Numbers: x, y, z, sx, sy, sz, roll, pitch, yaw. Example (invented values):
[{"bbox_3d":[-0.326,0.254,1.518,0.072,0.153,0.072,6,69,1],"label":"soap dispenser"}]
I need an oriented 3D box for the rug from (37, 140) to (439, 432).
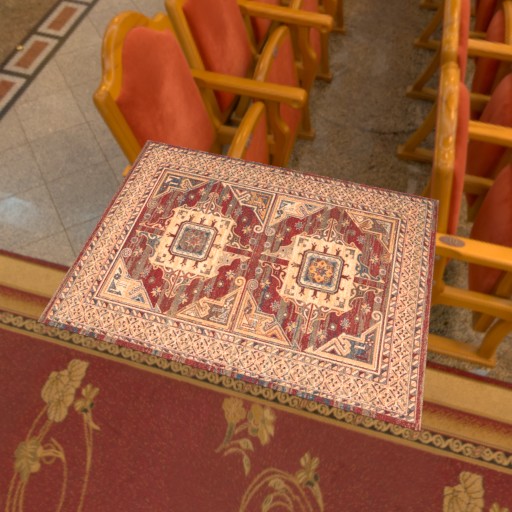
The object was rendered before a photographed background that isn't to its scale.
[{"bbox_3d":[0.000,0.000,2.854,2.210,0.011,1.599,14,58,9],"label":"rug"}]
